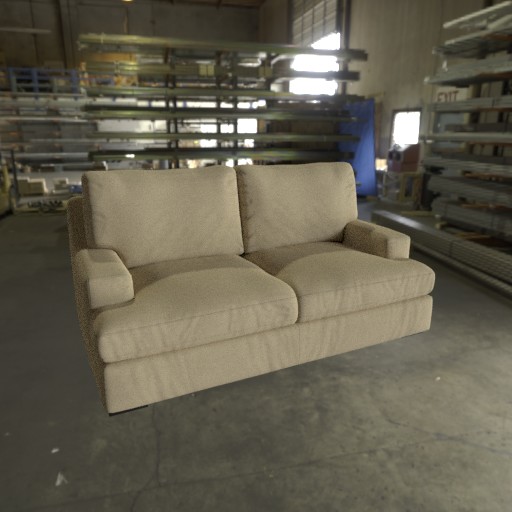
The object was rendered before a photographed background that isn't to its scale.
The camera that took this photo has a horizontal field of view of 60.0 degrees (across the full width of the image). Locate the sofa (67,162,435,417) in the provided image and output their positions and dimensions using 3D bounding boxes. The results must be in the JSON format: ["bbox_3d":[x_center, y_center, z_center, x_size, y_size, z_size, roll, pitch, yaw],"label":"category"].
[{"bbox_3d":[0.000,0.000,2.489,1.885,0.967,0.962,-8,17,-25],"label":"sofa"}]
